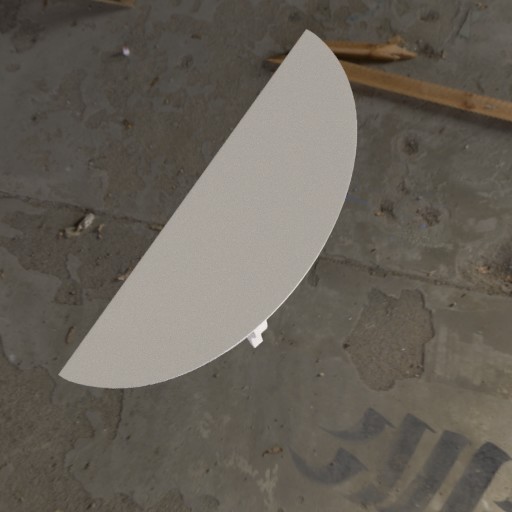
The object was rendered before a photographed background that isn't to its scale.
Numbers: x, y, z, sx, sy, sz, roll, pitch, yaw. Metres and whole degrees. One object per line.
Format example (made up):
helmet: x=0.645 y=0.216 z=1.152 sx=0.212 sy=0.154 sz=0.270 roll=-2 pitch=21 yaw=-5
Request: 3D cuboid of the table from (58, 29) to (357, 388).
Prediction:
table: x=0.000 y=0.000 z=1.583 sx=0.394 sy=0.780 sz=1.219 roll=31 pitch=77 yaw=8
